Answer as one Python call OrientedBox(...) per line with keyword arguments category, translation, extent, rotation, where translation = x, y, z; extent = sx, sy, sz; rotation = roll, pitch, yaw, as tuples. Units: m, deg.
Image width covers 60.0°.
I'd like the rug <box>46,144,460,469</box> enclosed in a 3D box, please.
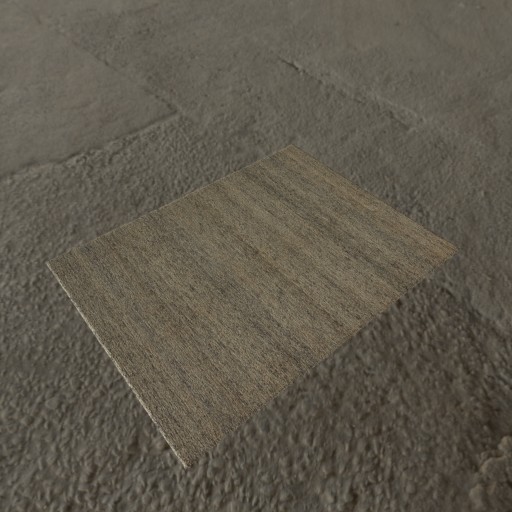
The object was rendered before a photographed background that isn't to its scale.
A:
OrientedBox(category="rug", translation=(0.000, 0.000, 4.282), extent=(3.199, 0.036, 2.414), rotation=(-31, 54, -26))
